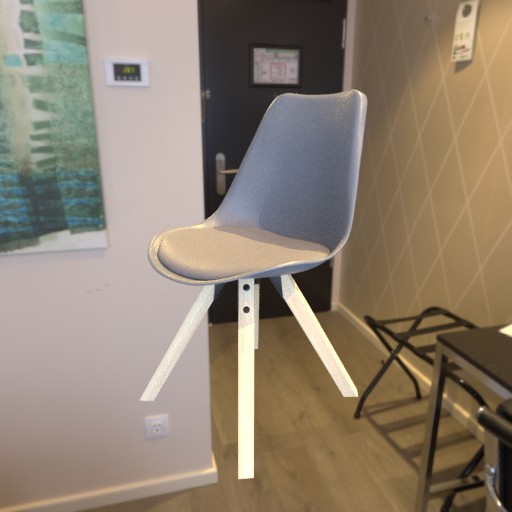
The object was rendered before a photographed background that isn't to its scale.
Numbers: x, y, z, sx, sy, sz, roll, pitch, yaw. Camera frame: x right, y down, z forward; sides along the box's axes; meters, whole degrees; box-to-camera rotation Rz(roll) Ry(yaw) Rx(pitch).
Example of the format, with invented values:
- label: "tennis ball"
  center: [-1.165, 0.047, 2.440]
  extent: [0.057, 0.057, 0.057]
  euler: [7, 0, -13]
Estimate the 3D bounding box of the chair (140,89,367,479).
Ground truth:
- label: "chair"
  center: [0.000, 0.000, 1.188]
  extent: [0.485, 0.850, 0.550]
  euler: [16, 23, 42]
